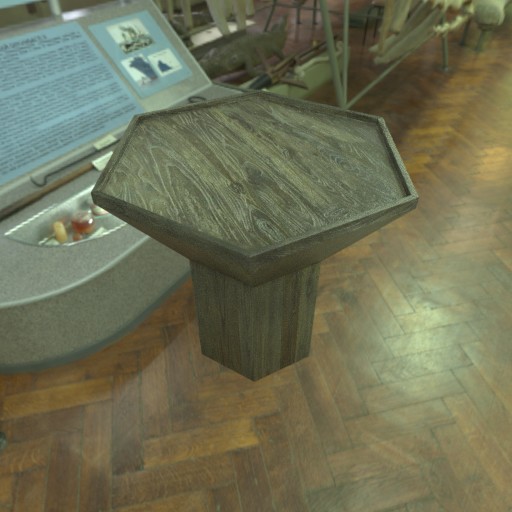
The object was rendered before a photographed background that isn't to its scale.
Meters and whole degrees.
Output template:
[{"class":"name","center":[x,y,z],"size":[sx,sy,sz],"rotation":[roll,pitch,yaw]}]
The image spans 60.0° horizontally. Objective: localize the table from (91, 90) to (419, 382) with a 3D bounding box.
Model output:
[{"class":"table","center":[0.000,0.000,1.119],"size":[0.592,0.586,0.683],"rotation":[1,41,1]}]
